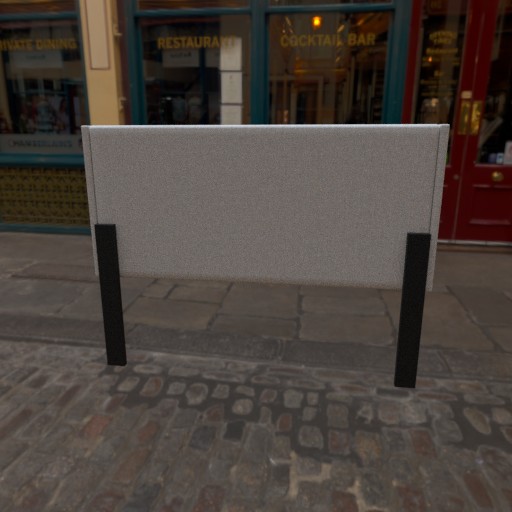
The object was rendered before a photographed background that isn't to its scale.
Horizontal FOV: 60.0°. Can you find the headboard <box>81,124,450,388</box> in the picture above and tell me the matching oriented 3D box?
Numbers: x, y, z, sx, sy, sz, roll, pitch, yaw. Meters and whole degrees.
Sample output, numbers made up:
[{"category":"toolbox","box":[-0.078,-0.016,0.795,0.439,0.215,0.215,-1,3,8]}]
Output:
[{"category":"headboard","box":[0.000,0.000,2.690,2.051,1.524,0.184,2,15,8]}]
